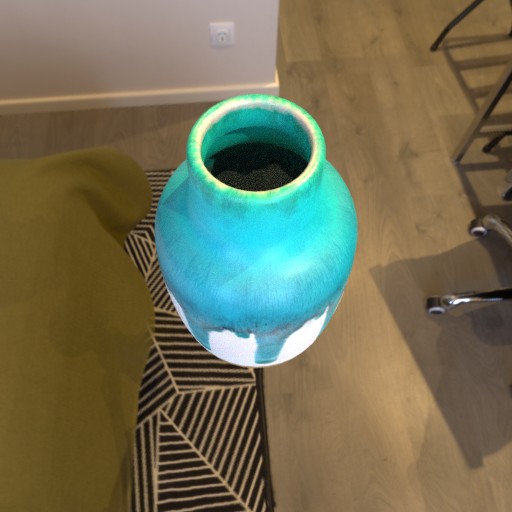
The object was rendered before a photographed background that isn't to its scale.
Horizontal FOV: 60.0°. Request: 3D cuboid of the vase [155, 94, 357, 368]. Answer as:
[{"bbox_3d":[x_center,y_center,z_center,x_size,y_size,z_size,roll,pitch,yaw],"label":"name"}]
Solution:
[{"bbox_3d":[0.000,0.000,0.253,0.106,0.192,0.106,0,64,0],"label":"vase"}]
